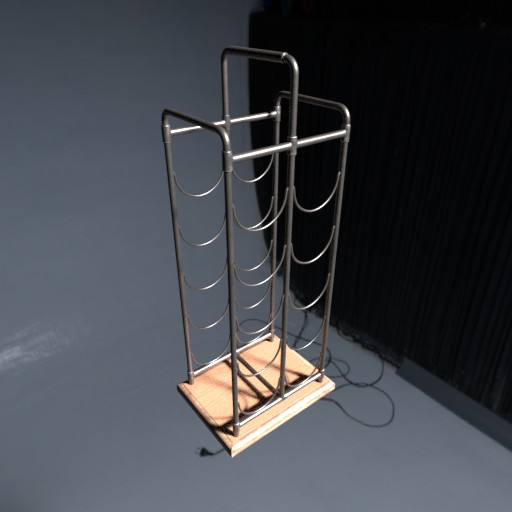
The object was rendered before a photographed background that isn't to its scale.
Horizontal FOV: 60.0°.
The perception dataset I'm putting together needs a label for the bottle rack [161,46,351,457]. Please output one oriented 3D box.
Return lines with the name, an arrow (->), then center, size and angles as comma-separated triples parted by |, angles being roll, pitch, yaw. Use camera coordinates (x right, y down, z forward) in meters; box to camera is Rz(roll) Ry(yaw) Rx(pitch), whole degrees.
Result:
bottle rack -> 0.000, 0.000, 0.800 | 0.276, 0.680, 0.208 | -21, 36, -32
